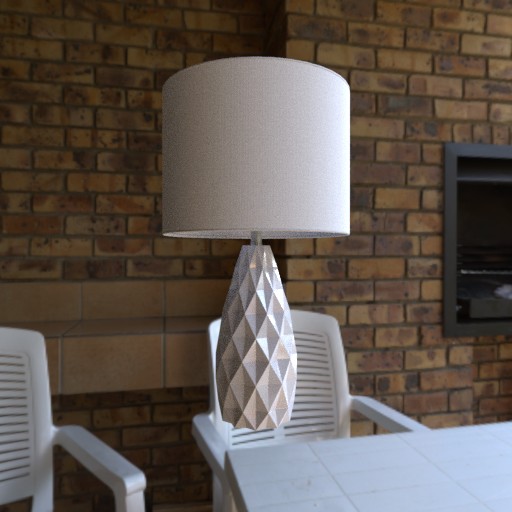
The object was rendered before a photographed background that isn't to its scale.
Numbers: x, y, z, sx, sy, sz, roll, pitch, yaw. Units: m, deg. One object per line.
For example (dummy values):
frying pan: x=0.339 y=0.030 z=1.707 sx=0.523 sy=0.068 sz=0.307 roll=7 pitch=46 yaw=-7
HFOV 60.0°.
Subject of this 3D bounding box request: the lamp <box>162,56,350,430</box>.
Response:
lamp: x=0.000 y=0.000 z=0.718 sx=0.297 sy=0.522 sz=0.297 roll=0 pitch=0 yaw=0
